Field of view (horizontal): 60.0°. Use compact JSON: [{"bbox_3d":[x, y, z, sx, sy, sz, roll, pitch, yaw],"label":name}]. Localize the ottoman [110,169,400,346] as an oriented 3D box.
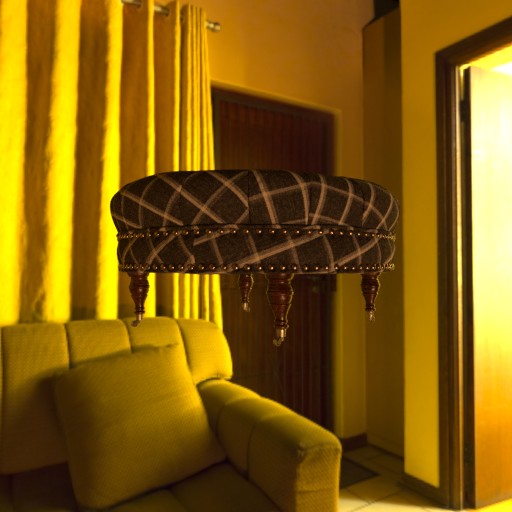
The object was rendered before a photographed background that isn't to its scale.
[{"bbox_3d":[0.000,0.000,1.426,0.901,0.439,0.901,0,-1,0],"label":"ottoman"}]
